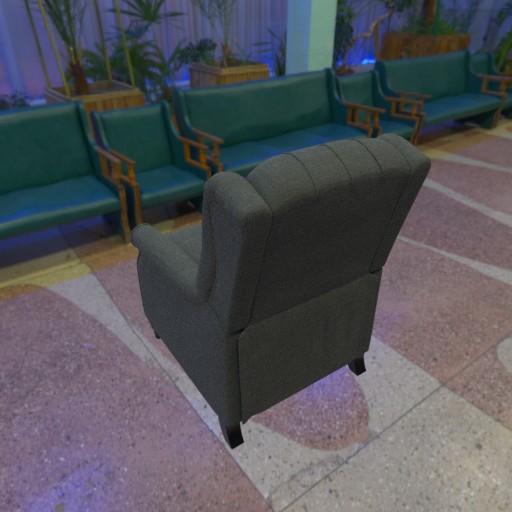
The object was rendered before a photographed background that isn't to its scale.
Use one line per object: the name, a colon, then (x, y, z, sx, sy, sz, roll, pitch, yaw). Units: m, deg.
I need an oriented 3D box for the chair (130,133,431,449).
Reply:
chair: (0.000, 0.000, 1.687, 0.742, 1.035, 0.898, -19, 36, -29)
